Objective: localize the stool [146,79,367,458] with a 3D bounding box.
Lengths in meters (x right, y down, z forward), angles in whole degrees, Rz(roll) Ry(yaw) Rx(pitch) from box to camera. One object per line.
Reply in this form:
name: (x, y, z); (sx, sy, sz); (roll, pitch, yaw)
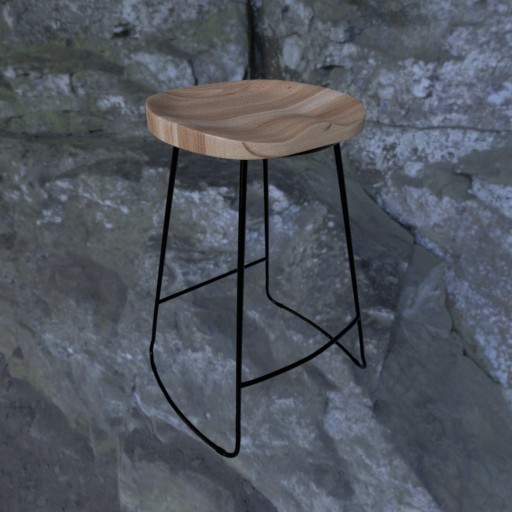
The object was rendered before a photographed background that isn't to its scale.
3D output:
stool: (0.000, 0.000, 0.989); (0.480, 0.679, 0.401); (-22, 37, -32)
